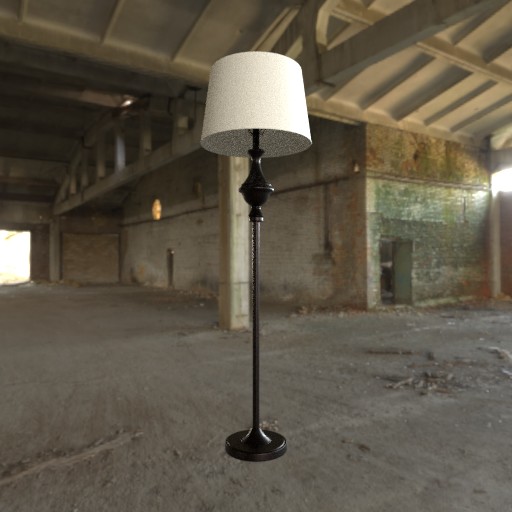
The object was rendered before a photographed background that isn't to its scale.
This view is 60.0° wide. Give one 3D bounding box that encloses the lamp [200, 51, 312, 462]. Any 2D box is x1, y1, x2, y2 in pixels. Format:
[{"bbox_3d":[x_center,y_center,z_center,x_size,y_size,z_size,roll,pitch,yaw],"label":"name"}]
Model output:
[{"bbox_3d":[0.000,0.000,1.722,0.431,1.484,0.431,0,-1,0],"label":"lamp"}]
